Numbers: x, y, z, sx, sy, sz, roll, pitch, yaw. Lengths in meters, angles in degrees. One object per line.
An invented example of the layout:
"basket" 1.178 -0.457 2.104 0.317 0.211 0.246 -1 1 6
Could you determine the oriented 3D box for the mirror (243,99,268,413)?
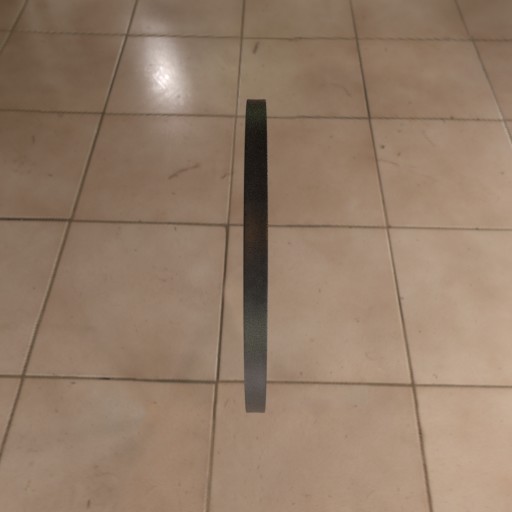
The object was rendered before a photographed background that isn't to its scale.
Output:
"mirror" 0.000 0.000 0.847 0.032 0.565 0.565 0 59 0
